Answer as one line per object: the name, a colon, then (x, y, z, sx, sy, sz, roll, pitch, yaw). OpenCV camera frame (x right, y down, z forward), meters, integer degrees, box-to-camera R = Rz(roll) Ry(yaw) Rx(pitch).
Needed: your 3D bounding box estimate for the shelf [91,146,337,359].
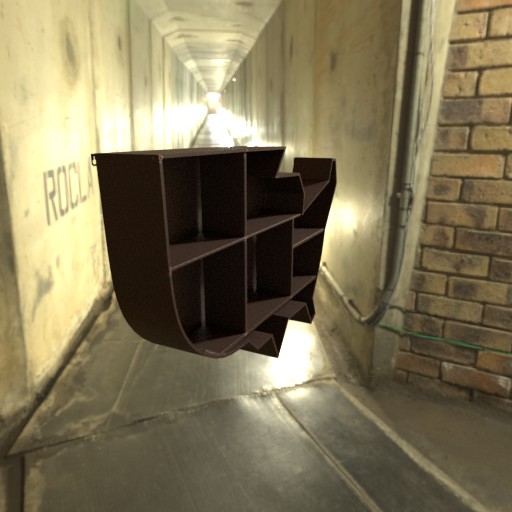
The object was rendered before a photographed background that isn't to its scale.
shelf: (0.000, 0.000, 0.914, 0.112, 0.439, 0.729, 8, 17, 26)
